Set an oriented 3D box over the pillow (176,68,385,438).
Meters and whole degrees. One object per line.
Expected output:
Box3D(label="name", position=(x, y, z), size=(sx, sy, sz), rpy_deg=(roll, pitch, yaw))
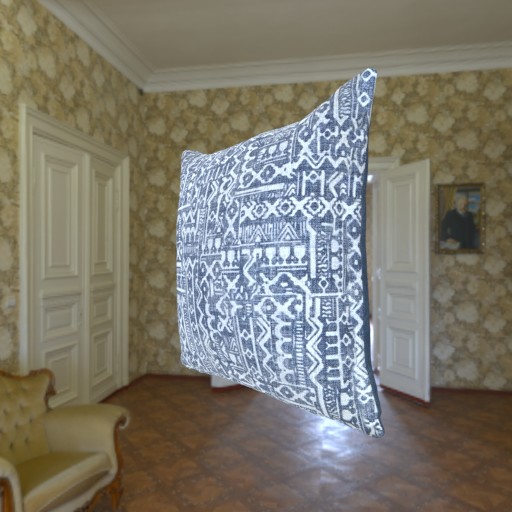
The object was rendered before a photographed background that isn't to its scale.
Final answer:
Box3D(label="pillow", position=(0.000, 0.000, 0.783), size=(0.180, 0.487, 0.546), rpy_deg=(1, -1, -36))
